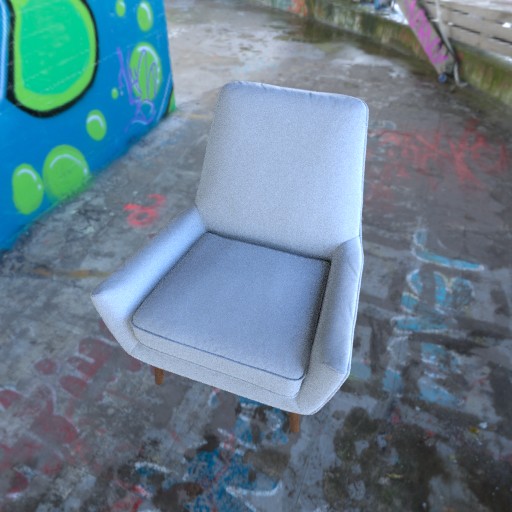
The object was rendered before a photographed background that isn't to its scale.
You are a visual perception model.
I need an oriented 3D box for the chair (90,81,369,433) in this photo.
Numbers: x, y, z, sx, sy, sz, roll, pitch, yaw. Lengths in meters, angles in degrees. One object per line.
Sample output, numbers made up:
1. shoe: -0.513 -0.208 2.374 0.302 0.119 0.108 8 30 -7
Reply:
1. chair: 0.000 0.000 1.514 0.787 0.888 0.822 14 44 15
